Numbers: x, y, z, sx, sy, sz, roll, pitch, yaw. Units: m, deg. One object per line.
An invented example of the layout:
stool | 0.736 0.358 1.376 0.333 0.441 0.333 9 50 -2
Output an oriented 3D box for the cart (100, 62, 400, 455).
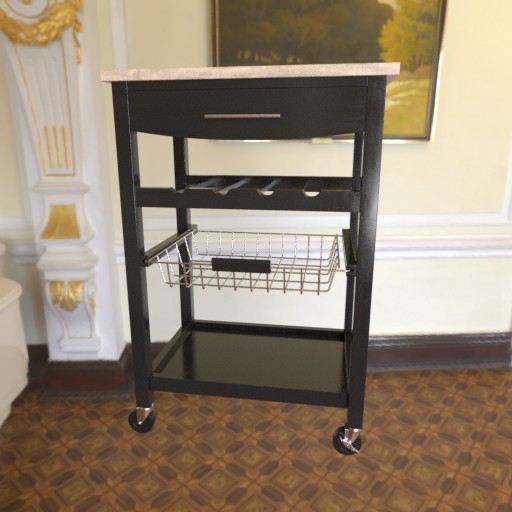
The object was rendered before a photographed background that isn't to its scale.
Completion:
cart | 0.000 0.000 1.128 0.584 0.839 0.403 2 15 9
